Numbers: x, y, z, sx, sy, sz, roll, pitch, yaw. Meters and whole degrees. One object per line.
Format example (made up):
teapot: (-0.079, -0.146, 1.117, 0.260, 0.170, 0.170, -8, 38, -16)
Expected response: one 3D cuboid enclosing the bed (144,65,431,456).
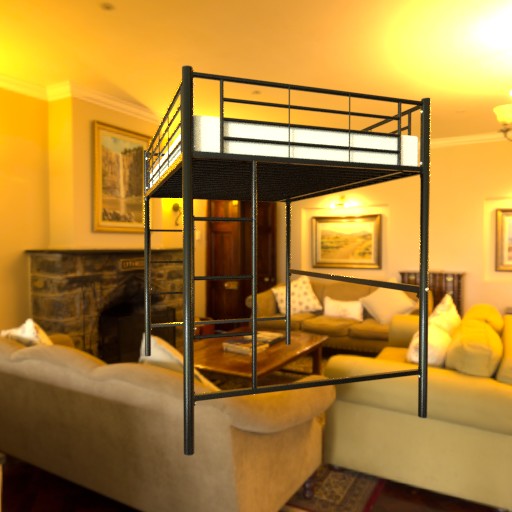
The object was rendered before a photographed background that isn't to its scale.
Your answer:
bed: (0.000, 0.000, 3.205, 1.397, 1.803, 1.994, -1, 2, -19)
